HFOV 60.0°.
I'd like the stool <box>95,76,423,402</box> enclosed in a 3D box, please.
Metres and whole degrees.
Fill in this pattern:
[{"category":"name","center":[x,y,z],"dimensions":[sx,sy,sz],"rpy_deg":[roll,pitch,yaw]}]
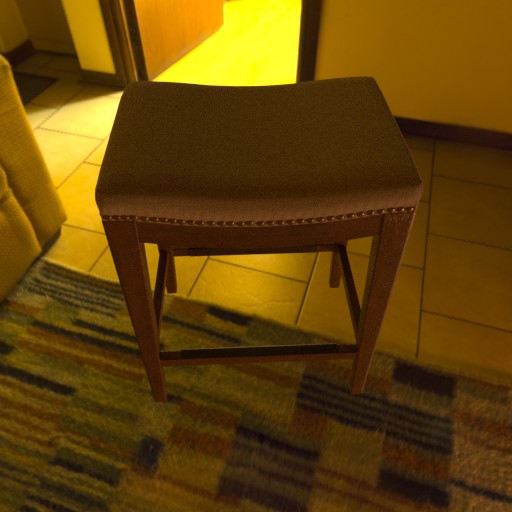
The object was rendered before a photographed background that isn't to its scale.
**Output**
[{"category":"stool","center":[0.000,0.000,0.965],"dimensions":[0.508,0.660,0.356],"rpy_deg":[-2,48,-2]}]
